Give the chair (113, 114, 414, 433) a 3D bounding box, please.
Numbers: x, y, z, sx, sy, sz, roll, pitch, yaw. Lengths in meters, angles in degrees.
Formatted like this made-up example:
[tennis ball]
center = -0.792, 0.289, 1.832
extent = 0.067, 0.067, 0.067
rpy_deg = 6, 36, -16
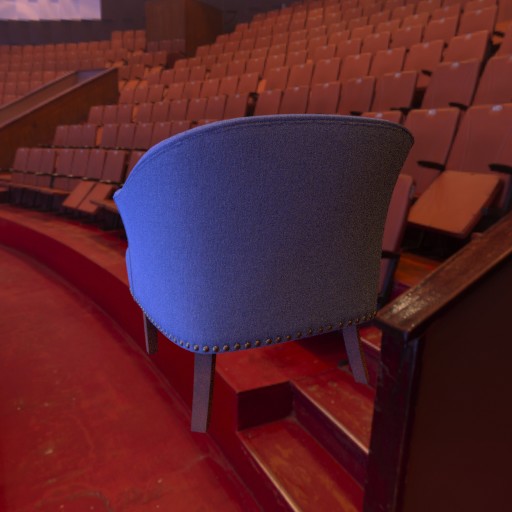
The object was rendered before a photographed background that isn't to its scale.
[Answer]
[chair]
center = 0.000, 0.000, 1.405
extent = 0.798, 0.815, 0.704
rpy_deg = -7, 15, -26
